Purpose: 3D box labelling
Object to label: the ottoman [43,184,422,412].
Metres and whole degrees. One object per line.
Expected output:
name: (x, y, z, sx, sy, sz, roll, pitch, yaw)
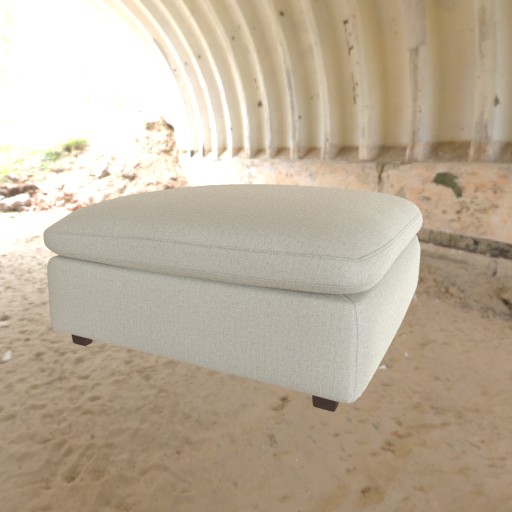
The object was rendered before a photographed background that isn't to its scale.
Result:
ottoman: (0.000, 0.000, 1.527, 0.996, 0.467, 0.977, 7, 15, 26)
